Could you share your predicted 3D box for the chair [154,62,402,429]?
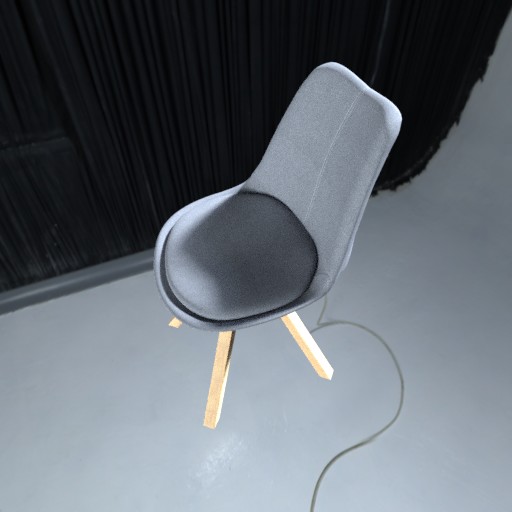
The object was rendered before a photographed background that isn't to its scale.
[{"bbox_3d":[0.000,0.000,1.197,0.549,0.863,0.474,-17,49,-16],"label":"chair"}]
